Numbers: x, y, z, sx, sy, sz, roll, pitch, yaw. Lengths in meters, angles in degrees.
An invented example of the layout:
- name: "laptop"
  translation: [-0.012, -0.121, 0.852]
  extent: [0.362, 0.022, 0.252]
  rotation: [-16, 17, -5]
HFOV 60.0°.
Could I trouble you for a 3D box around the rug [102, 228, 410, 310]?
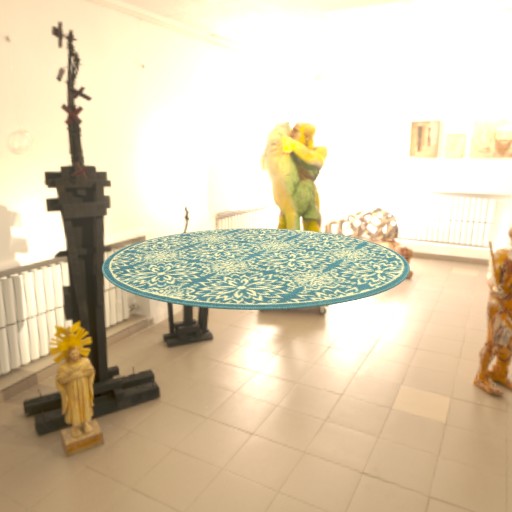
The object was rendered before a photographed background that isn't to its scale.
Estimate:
- name: "rug"
  translation: [0.000, 0.000, 2.418]
  extent: [1.593, 0.012, 1.593]
  rotation: [0, 14, 0]
